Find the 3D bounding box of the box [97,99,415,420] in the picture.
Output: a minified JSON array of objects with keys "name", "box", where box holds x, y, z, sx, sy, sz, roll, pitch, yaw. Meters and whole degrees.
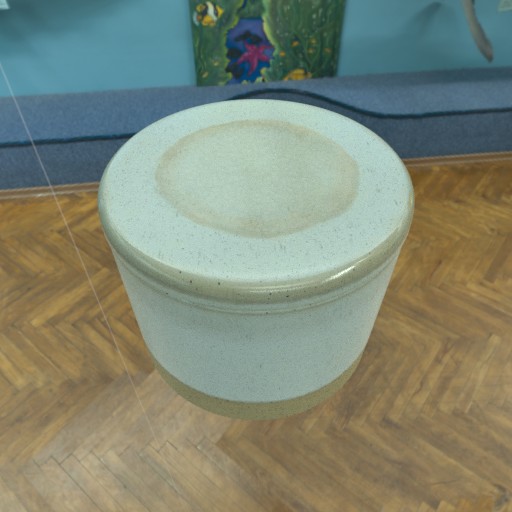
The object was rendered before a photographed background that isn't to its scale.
[{"name":"box","box":[0.000,0.000,0.261,0.154,0.123,0.154,0,46,0]}]
